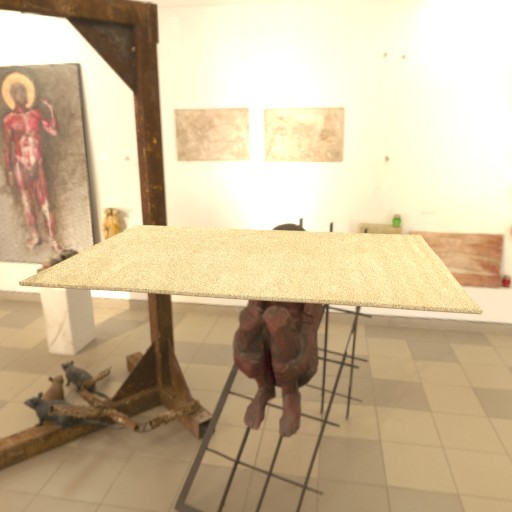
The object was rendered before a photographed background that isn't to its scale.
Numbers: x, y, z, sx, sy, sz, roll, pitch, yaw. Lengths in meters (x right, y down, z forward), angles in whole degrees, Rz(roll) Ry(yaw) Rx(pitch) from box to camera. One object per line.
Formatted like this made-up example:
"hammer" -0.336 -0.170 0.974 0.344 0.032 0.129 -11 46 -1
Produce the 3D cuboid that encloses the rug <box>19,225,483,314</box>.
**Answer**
"rug" 0.000 0.000 2.918 2.346 0.025 1.500 3 16 9
